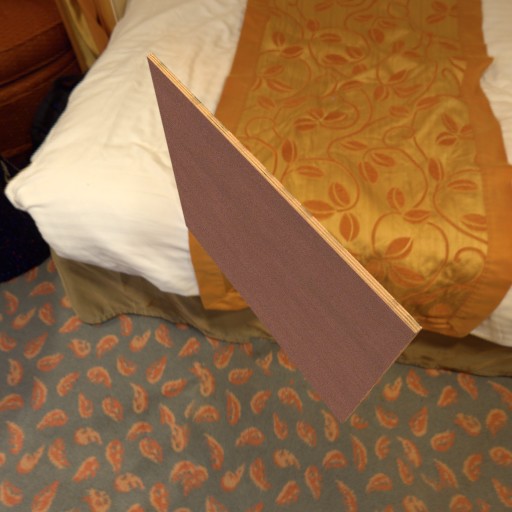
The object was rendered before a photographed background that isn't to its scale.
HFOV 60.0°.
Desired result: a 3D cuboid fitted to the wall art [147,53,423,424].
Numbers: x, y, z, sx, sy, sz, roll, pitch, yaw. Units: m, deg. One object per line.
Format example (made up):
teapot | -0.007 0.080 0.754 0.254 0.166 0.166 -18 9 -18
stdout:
wall art | 0.000 0.000 0.686 0.010 0.408 0.508 -32 63 -18
